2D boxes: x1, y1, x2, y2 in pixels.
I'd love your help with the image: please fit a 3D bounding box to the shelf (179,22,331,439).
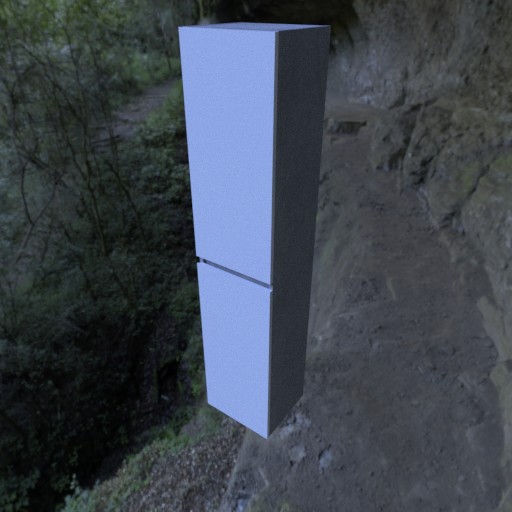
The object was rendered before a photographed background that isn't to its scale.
[{"bbox_3d":[0.000,0.000,1.519,0.300,1.400,0.270,20,36,30],"label":"shelf"}]
